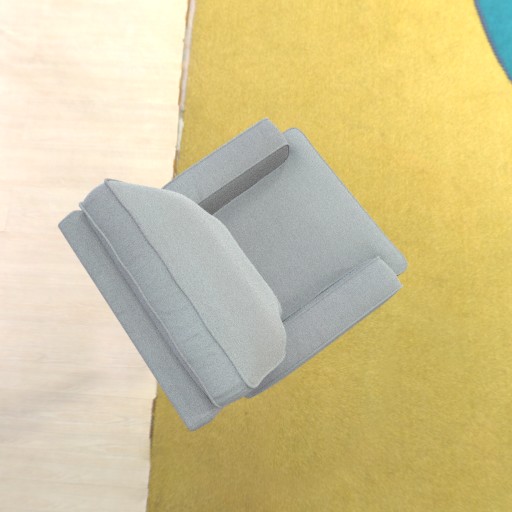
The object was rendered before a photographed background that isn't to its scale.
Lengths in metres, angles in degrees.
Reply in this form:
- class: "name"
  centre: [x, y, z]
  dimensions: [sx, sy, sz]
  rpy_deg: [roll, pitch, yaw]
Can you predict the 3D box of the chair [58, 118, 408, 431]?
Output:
- class: "chair"
  centre: [0.000, 0.000, 1.691]
  dimensions: [0.969, 0.964, 0.861]
  rpy_deg: [-35, 79, -8]
